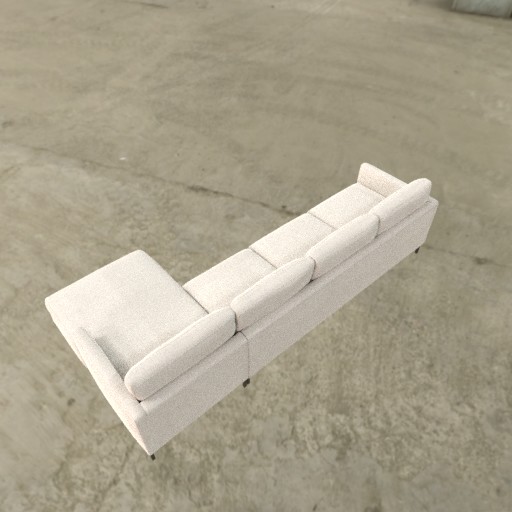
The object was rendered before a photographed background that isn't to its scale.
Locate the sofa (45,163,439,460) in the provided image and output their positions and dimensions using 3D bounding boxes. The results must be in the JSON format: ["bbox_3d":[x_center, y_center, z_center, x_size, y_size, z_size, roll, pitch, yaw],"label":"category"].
[{"bbox_3d":[0.000,0.000,2.930,2.445,0.677,1.126,-32,53,-27],"label":"sofa"}]
